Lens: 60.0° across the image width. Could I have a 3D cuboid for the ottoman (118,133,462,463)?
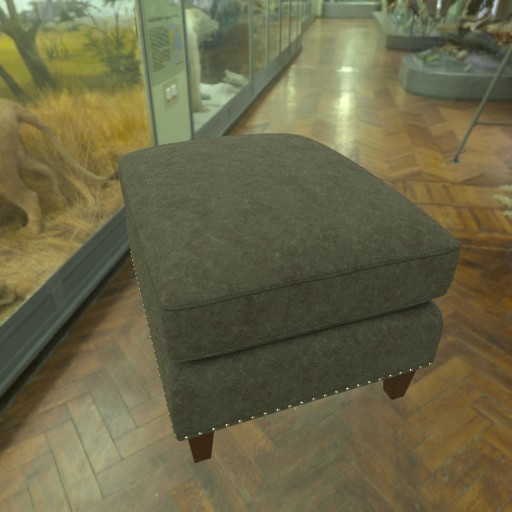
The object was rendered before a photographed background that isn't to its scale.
[{"bbox_3d":[0.000,0.000,1.124,0.584,0.513,0.741,-11,33,-17],"label":"ottoman"}]
